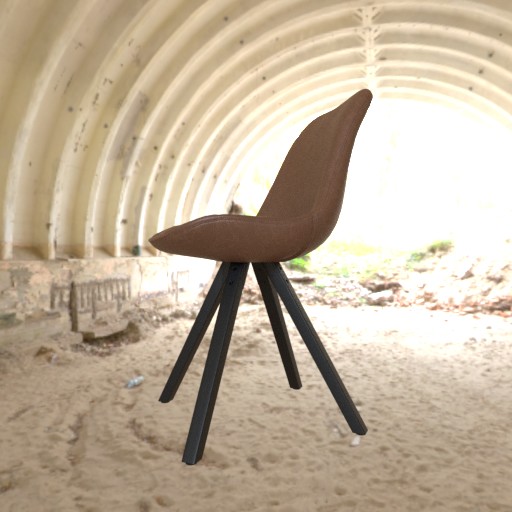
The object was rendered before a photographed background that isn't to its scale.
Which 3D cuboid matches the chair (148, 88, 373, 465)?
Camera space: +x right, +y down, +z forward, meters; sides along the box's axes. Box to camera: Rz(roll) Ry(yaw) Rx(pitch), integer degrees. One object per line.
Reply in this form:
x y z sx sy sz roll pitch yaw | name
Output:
0.000 0.000 1.167 0.550 0.850 0.475 0 1 -19 | chair
